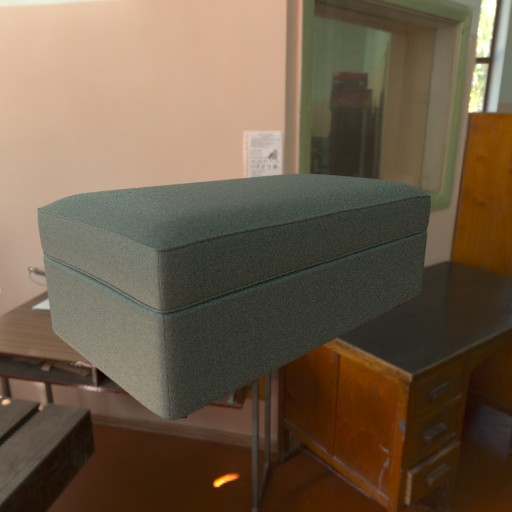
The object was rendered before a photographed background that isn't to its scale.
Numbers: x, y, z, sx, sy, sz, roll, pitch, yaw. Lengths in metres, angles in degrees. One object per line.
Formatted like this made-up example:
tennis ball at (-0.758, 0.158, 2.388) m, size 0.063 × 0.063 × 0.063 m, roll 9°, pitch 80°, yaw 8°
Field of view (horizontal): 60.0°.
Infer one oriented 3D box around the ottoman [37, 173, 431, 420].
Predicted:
ottoman at (0.000, 0.000, 1.506) m, size 1.173 × 0.494 × 0.681 m, roll -15°, pitch 21°, yaw -42°
